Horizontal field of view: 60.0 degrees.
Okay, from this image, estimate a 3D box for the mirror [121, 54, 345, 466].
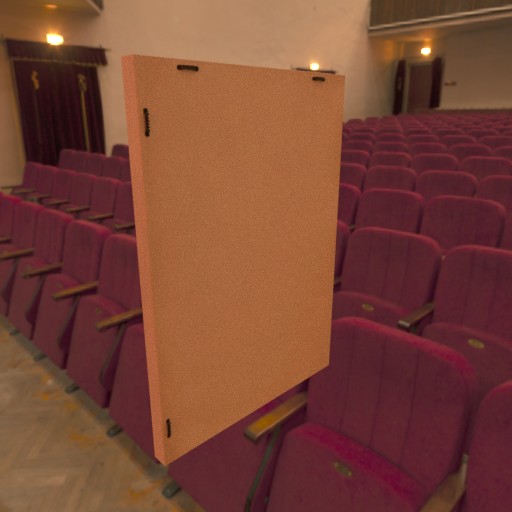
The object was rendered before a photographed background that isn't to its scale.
[{"bbox_3d":[0.000,0.000,0.904,0.507,0.710,0.040,-16,24,-42],"label":"mirror"}]
